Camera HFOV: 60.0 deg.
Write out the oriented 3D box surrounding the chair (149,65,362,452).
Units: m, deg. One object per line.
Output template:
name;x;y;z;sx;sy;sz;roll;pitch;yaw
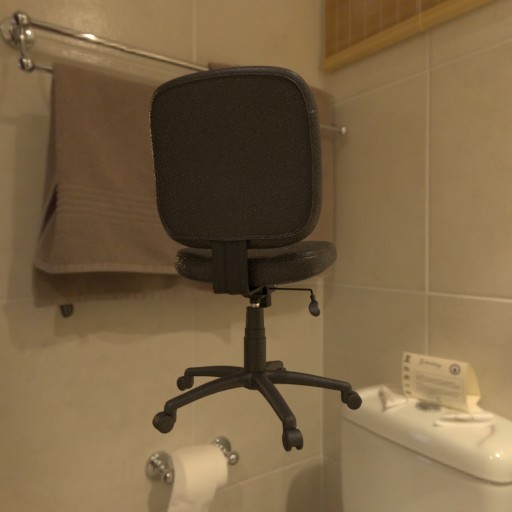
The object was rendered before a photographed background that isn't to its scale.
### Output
chair;0.000;0.000;1.405;0.647;0.959;0.646;0;1;18
